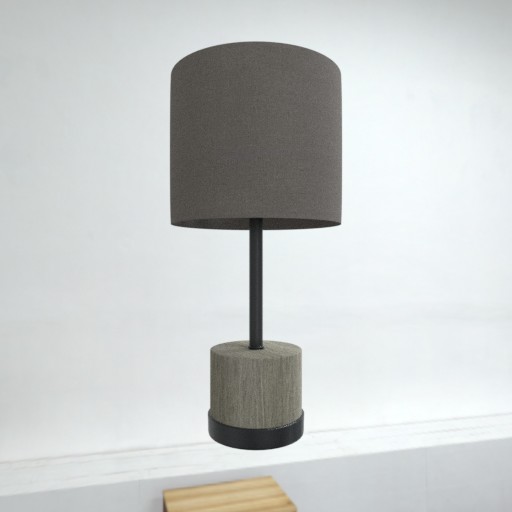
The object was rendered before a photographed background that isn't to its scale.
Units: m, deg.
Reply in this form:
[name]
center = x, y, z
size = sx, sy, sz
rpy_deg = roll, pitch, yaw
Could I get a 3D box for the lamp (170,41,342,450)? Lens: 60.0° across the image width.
[lamp]
center = 0.000, 0.000, 0.598
size = 0.229, 0.470, 0.229
rpy_deg = 0, 0, -36
